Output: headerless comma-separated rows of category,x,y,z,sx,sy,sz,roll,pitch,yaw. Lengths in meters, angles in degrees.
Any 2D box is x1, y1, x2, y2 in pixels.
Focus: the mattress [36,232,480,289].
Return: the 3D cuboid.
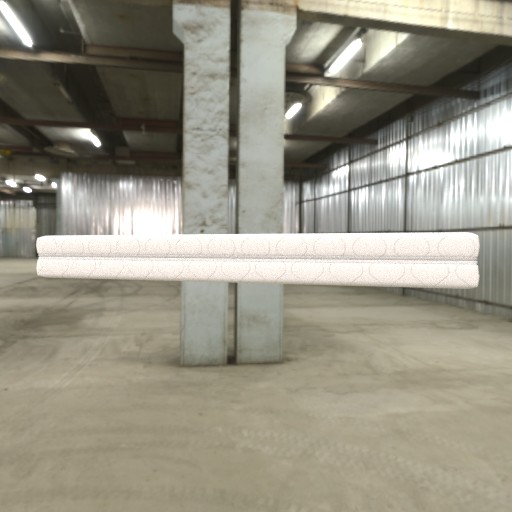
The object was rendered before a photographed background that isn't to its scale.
mattress,0.000,0.000,2.235,1.900,0.200,0.900,0,1,18
